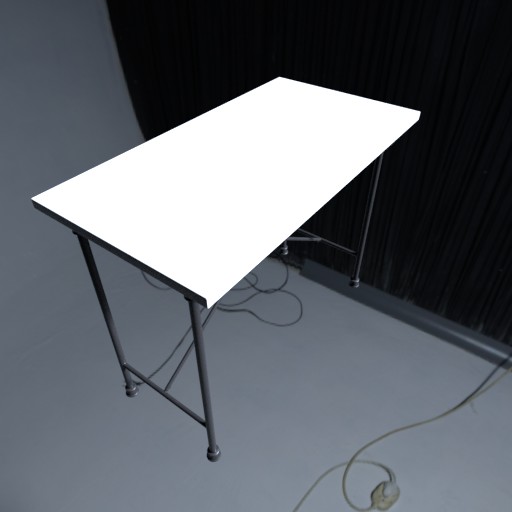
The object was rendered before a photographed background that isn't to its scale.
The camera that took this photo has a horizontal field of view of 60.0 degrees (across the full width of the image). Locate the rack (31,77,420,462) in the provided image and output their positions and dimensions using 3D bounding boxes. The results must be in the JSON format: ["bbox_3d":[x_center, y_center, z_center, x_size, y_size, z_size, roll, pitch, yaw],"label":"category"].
[{"bbox_3d":[0.000,0.000,1.662,0.613,0.880,1.159,26,47,27],"label":"rack"}]
